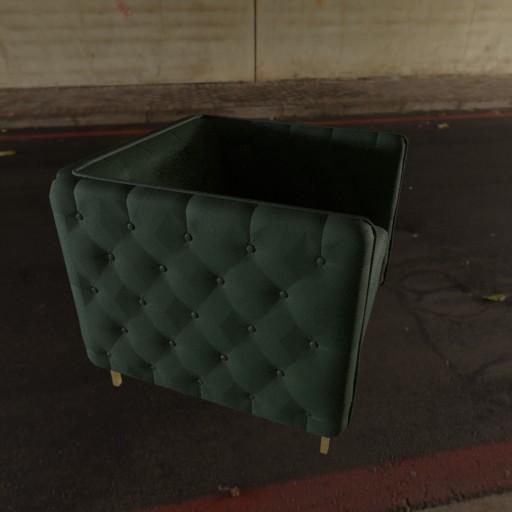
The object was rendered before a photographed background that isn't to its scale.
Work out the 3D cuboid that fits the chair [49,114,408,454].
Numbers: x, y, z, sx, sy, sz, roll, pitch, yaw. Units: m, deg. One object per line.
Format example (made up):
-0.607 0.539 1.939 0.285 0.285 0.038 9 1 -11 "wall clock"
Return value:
0.000 0.000 1.538 0.855 0.768 0.917 11 31 18 "chair"
